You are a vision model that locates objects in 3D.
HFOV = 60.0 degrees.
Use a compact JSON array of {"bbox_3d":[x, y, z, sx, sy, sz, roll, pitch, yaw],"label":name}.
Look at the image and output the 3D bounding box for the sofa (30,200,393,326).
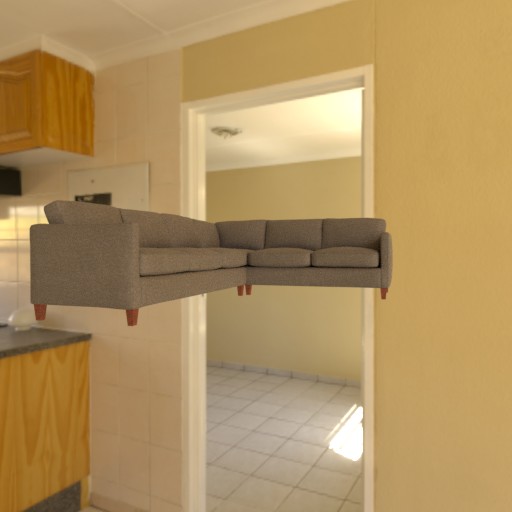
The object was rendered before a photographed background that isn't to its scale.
[{"bbox_3d":[0.000,0.000,4.464,2.593,0.947,3.302,0,1,18],"label":"sofa"}]
